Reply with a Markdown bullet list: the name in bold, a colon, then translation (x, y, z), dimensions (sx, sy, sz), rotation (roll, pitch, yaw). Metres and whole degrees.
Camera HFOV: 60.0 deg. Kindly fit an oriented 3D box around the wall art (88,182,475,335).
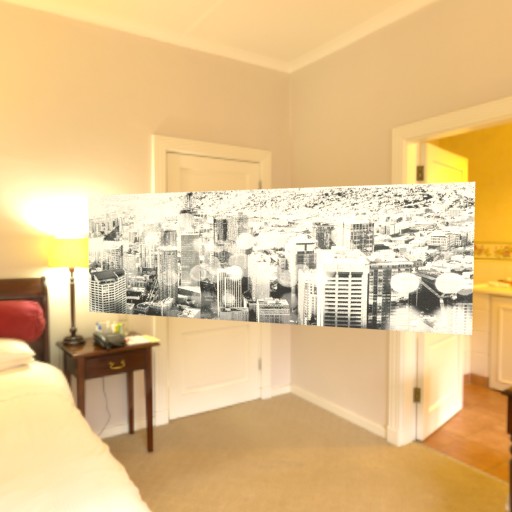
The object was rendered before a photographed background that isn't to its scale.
- **wall art**: translation (0.000, 0.000, 1.714), dimensions (1.520, 0.507, 0.044), rotation (1, 2, 18)
